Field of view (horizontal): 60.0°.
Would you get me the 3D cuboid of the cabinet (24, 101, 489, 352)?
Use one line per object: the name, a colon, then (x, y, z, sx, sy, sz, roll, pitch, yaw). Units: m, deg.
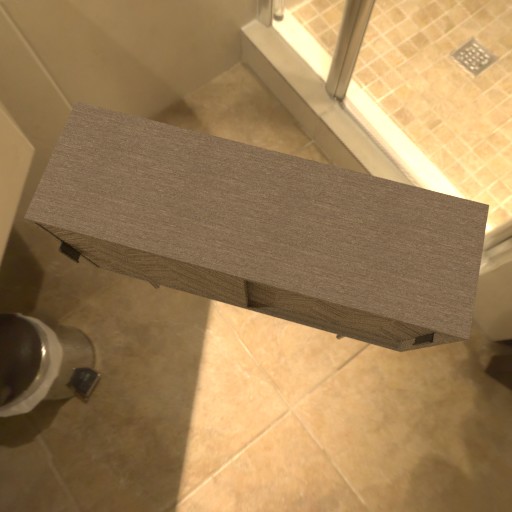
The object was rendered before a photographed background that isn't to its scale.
cabinet: (0.000, 0.000, 1.564, 1.194, 0.787, 0.405, 15, 75, 4)
